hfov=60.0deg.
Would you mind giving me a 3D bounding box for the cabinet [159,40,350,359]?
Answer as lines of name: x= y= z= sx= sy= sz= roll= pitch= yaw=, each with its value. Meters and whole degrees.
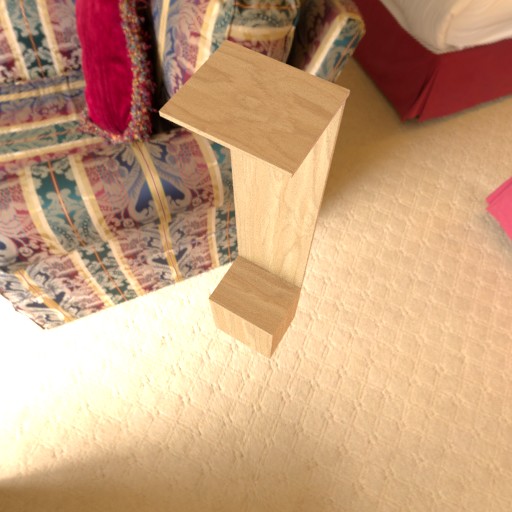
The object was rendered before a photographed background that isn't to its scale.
cabinet: x=0.000 y=0.000 z=2.053 sx=0.411 sy=1.879 sz=0.338 roll=28 pitch=66 yaw=13
